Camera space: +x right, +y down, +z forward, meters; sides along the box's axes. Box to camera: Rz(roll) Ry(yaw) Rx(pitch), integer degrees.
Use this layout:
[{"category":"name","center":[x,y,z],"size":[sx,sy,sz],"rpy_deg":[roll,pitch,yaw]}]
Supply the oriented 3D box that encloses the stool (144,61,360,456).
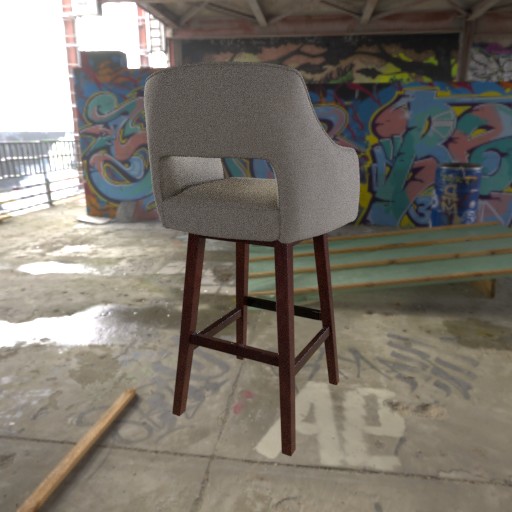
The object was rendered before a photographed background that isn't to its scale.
[{"category":"stool","center":[0.000,0.000,1.369],"size":[0.550,1.041,0.560],"rpy_deg":[8,18,27]}]
